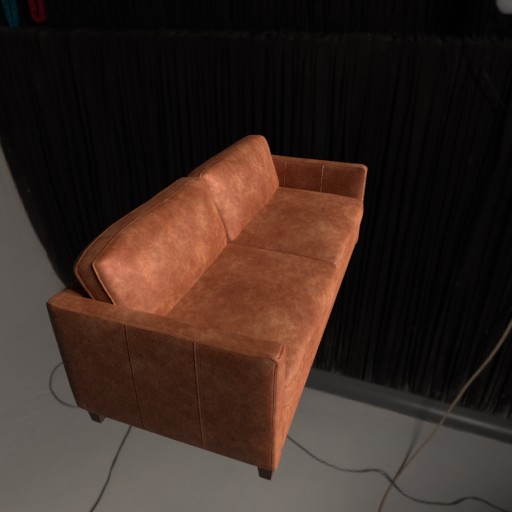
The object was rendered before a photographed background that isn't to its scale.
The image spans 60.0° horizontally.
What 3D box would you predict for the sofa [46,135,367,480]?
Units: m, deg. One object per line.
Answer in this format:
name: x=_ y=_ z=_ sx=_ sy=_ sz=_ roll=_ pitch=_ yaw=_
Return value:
sofa: x=0.000 y=0.000 z=2.367 sx=0.923 sy=0.863 sz=1.971 roll=10 pitch=31 yaw=17
